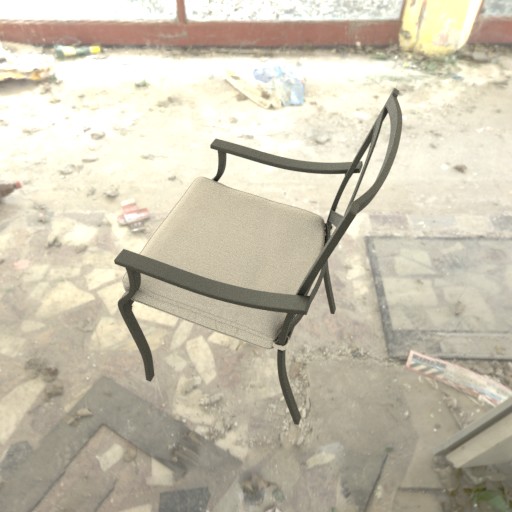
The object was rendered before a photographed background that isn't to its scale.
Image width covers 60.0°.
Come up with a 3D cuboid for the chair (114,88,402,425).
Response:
[{"bbox_3d":[0.000,0.000,1.291,0.620,0.889,0.575,15,48,14],"label":"chair"}]
